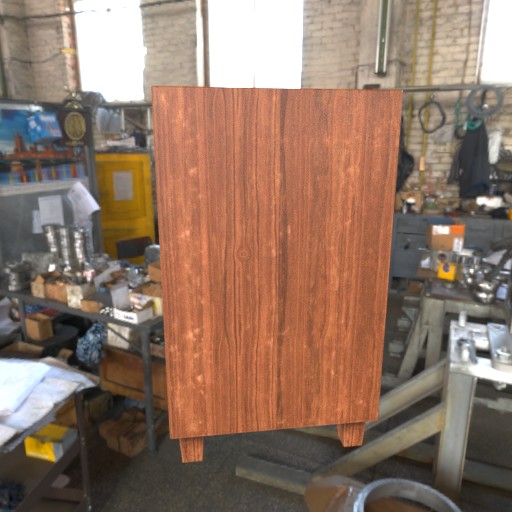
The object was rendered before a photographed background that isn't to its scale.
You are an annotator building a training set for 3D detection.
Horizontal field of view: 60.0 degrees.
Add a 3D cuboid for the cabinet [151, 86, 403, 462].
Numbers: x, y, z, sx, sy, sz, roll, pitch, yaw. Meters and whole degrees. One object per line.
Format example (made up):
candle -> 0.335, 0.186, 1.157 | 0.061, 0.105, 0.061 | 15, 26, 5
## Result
cabinet -> 0.000, 0.000, 1.071 | 0.410, 0.695, 0.607 | -2, 14, -8
